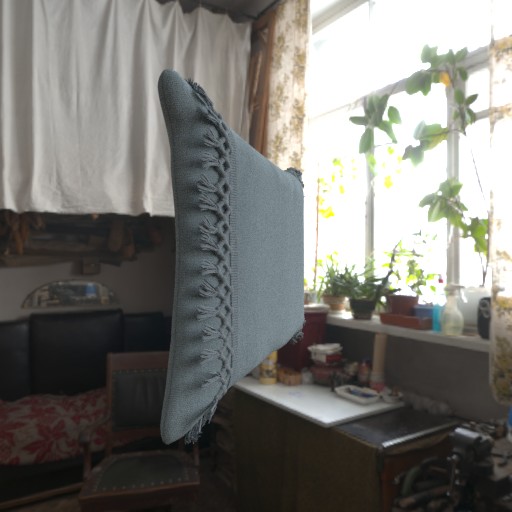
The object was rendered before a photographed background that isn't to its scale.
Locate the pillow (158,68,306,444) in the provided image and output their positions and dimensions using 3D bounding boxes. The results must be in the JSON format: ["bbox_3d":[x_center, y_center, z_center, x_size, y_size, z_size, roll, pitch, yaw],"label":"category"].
[{"bbox_3d":[0.000,0.000,0.567,0.084,0.305,0.466,0,0,18],"label":"pillow"}]
